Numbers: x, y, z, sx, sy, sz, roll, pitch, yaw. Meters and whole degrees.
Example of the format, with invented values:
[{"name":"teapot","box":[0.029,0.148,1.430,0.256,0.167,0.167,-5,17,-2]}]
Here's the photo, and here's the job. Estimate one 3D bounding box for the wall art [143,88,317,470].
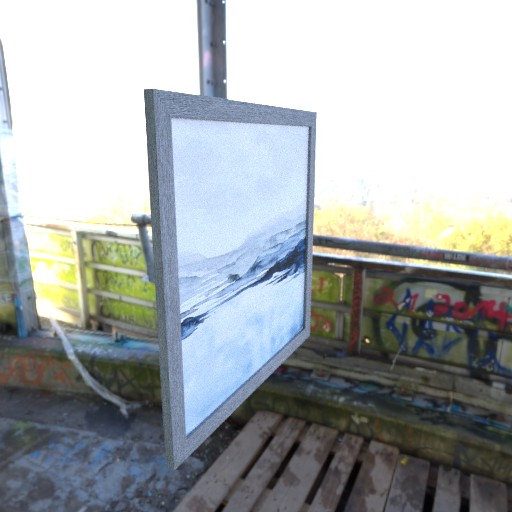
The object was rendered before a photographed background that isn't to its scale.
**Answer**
[{"name":"wall art","box":[0.000,0.000,1.051,0.020,0.685,0.685,8,17,28]}]
